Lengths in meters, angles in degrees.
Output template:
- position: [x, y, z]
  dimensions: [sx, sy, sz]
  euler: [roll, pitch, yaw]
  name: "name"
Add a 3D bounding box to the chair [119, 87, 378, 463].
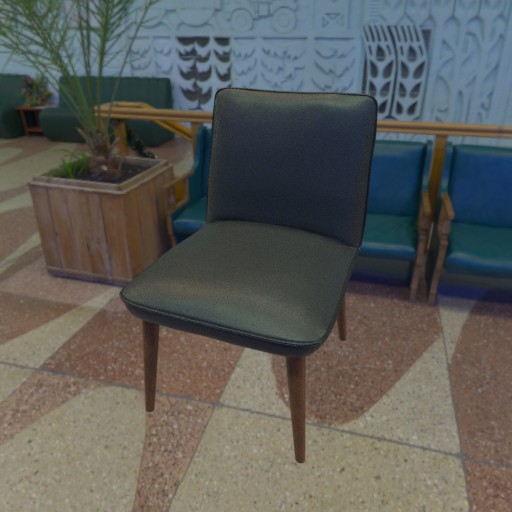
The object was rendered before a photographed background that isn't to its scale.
- position: [0.000, 0.000, 1.210]
  dimensions: [0.543, 0.801, 0.645]
  euler: [8, 28, 16]
  name: "chair"
